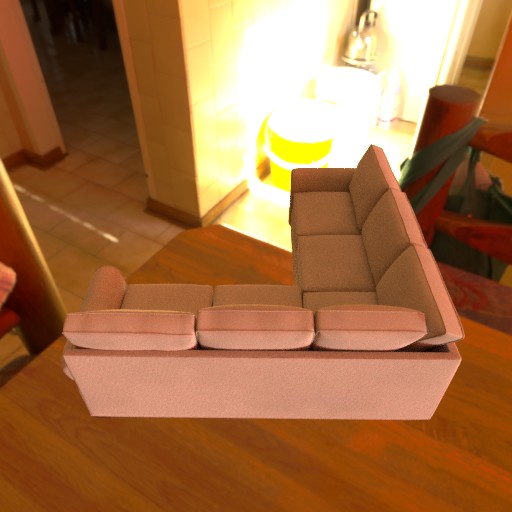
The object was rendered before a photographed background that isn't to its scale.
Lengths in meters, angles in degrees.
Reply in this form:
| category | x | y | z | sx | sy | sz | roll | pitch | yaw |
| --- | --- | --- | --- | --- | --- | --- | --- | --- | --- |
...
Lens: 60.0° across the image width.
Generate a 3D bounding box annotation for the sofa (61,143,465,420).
| category | x | y | z | sx | sy | sz | roll | pitch | yaw |
| --- | --- | --- | --- | --- | --- | --- | --- | --- | --- |
| sofa | 0.000 | 0.000 | 3.829 | 2.562 | 1.053 | 2.487 | 0 | 42 | 0 |
